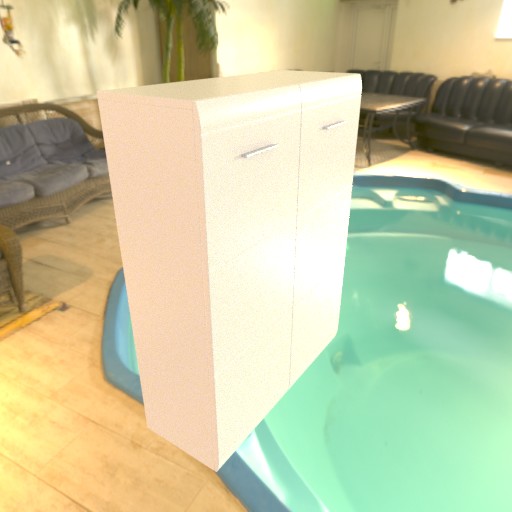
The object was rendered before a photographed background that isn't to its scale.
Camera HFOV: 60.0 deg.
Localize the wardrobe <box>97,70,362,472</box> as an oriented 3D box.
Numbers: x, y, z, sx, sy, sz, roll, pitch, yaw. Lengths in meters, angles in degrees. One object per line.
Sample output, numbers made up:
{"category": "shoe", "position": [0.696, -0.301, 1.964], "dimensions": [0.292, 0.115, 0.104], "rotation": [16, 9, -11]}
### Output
{"category": "wardrobe", "position": [0.000, 0.000, 1.629], "dimensions": [0.360, 1.200, 0.900], "rotation": [17, 31, 31]}
